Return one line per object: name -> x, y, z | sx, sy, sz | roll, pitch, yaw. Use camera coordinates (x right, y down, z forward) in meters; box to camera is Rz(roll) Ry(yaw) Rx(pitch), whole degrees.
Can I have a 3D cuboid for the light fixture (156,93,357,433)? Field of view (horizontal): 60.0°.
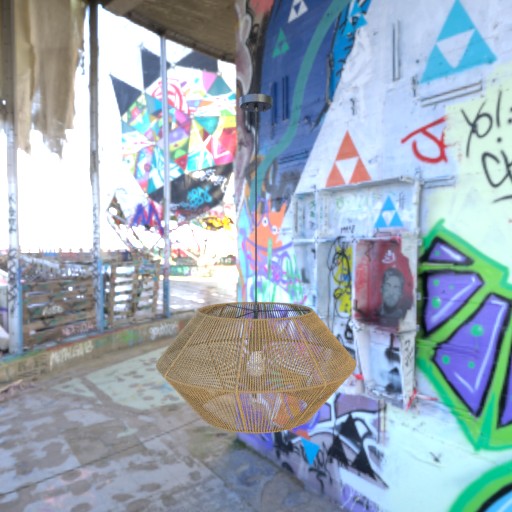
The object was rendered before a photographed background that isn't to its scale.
light fixture -> 0.000, 0.000, 1.441 | 0.643, 1.009, 0.643 | 0, 2, 0
